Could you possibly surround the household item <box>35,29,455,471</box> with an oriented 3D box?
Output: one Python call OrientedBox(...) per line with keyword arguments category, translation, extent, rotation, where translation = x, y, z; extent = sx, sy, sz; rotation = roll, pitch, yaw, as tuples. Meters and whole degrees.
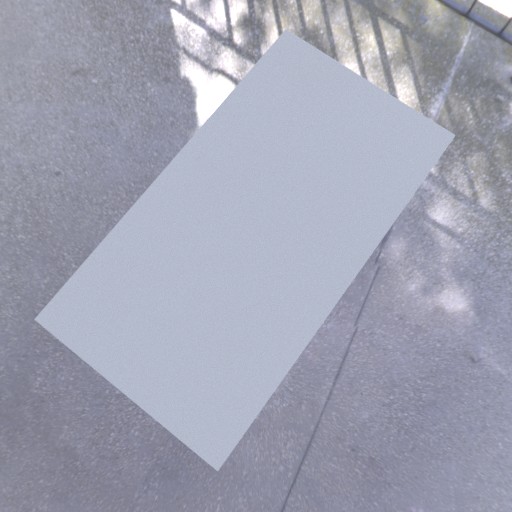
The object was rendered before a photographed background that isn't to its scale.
OrientedBox(category="household item", translation=(0.000, 0.000, 1.562), extent=(0.597, 0.749, 1.100), rotation=(36, 79, 8))
